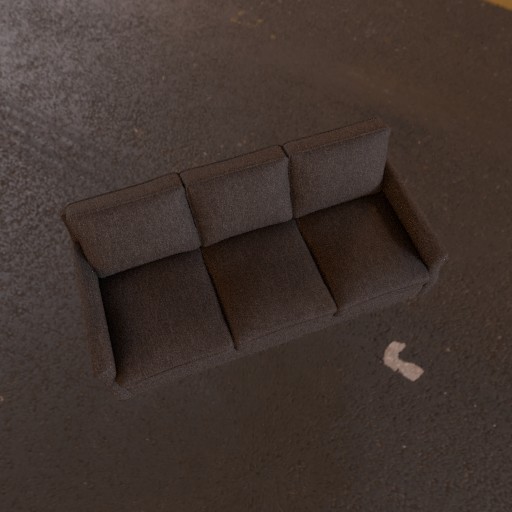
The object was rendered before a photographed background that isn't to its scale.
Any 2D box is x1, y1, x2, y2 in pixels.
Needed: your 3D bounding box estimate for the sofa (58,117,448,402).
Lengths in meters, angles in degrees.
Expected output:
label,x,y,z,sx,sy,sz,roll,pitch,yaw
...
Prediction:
label,x,y,z,sx,sy,sz,roll,pitch,yaw
sofa,0.000,0.000,2.910,2.246,1.003,1.084,-18,65,-8
